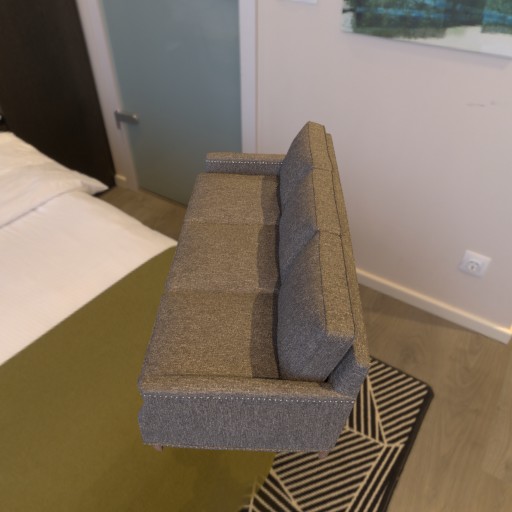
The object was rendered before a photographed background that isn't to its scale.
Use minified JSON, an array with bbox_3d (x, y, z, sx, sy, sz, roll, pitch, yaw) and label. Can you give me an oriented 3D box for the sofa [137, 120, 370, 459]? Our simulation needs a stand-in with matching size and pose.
[{"bbox_3d":[0.000,0.000,2.886,1.084,1.003,2.246,2,41,2],"label":"sofa"}]
